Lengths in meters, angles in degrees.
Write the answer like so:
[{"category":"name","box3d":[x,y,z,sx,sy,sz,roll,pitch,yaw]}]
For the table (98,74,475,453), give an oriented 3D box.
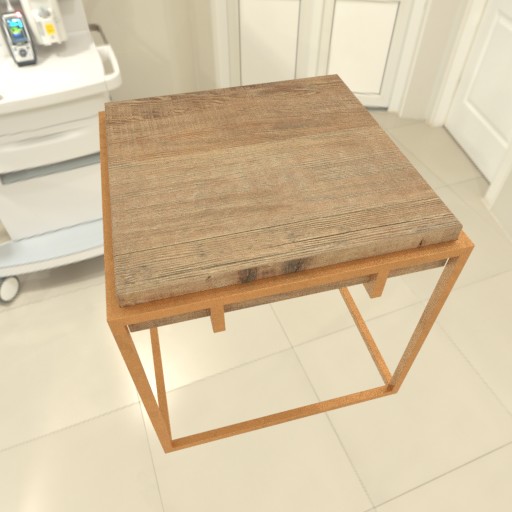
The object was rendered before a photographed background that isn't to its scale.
[{"category":"table","box3d":[0.000,0.000,1.076,0.599,0.584,0.599,-11,49,-10]}]
